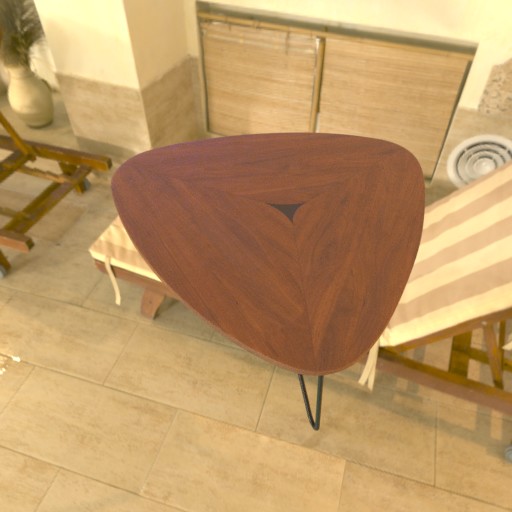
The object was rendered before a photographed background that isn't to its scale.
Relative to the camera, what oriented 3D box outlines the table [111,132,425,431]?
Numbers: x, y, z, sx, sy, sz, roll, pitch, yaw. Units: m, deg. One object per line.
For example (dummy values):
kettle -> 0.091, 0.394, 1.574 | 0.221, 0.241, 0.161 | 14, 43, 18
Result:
table -> 0.000, 0.000, 1.281 | 0.821, 0.413, 0.833 | 17, 48, 16
